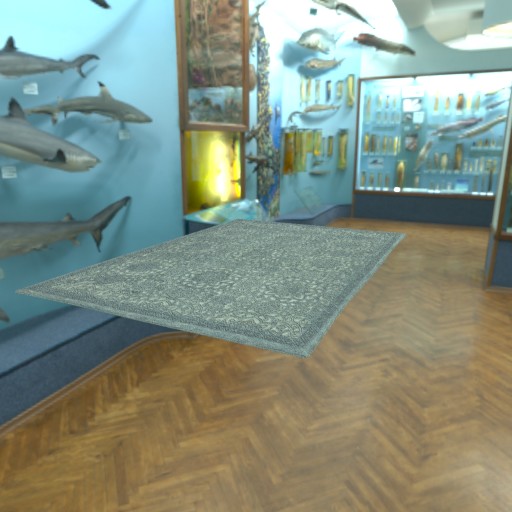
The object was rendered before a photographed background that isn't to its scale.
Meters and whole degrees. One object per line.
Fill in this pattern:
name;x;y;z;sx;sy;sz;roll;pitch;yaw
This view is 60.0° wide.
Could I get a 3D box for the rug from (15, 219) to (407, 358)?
rug;0.000;0.000;2.271;1.224;0.016;1.830;7;16;26
